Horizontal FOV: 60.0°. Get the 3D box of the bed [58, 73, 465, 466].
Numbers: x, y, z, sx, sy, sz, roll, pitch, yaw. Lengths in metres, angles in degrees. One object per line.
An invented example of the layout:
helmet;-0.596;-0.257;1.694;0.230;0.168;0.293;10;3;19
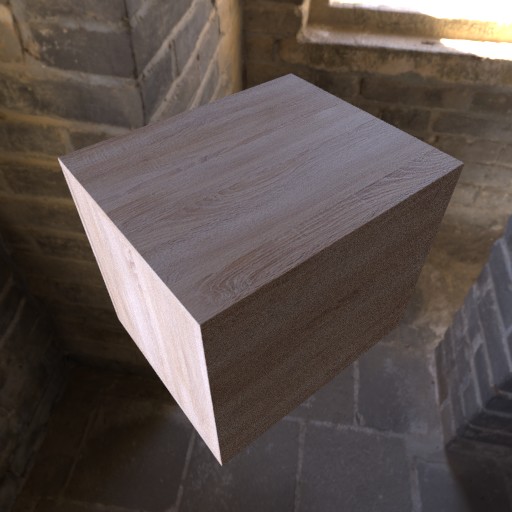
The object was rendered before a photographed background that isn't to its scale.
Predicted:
bed;0.000;0.000;0.806;0.460;0.420;0.401;-30;53;-25
